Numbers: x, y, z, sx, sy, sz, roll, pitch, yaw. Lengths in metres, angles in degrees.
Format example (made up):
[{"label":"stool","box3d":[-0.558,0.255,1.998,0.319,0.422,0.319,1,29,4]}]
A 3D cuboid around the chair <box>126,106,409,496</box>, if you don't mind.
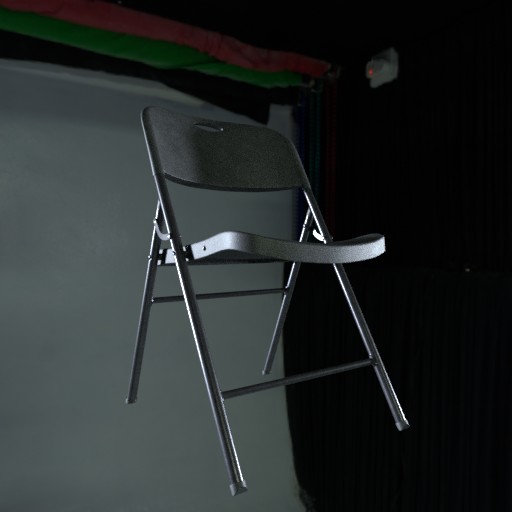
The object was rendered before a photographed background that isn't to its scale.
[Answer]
[{"label":"chair","box3d":[0.000,0.000,1.120,0.494,0.810,0.566,-1,2,-35]}]
